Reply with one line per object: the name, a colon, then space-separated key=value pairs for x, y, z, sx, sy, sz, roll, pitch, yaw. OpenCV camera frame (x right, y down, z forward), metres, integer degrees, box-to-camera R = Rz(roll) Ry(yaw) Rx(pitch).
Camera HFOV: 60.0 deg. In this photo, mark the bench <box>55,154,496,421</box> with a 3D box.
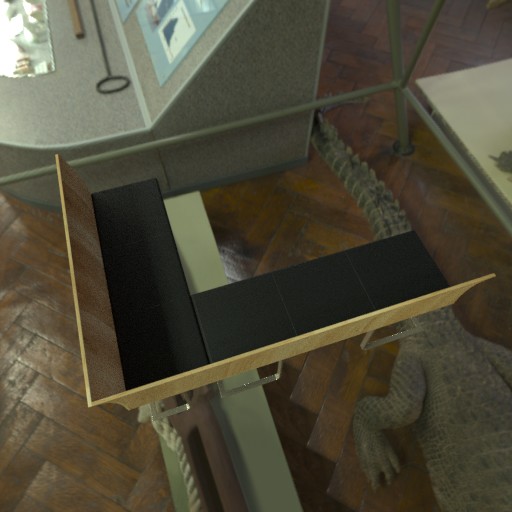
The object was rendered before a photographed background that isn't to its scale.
bench: x=0.000 y=0.000 z=2.743 sx=1.945 sy=0.930 sz=1.495 roll=-16 pitch=59 yaw=-10
